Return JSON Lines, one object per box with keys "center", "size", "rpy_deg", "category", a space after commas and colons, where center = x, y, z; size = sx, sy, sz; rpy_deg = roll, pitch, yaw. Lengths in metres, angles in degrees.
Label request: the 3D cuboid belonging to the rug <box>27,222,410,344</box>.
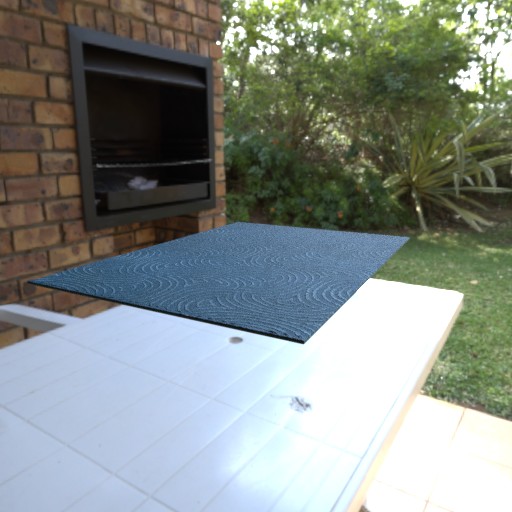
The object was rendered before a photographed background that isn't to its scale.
{"center": [0.000, 0.000, 2.856], "size": [1.543, 0.015, 2.144], "rpy_deg": [7, 16, 27], "category": "rug"}
